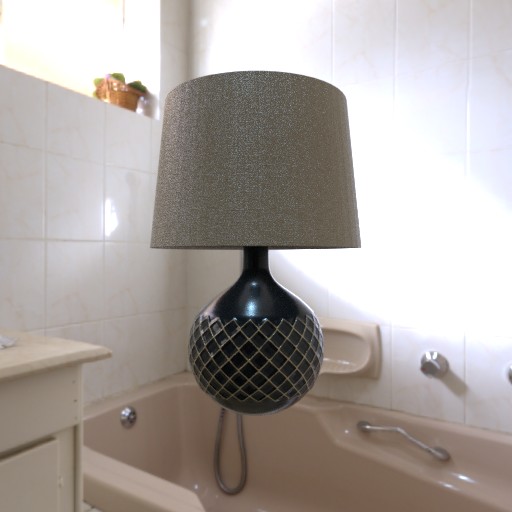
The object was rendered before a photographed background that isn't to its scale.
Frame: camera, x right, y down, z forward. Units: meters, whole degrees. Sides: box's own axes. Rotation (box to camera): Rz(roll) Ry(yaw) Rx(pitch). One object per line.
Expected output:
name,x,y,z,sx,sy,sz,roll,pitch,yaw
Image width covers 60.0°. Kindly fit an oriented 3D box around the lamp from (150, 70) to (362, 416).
lamp,0.000,0.000,0.807,0.376,0.540,0.376,0,0,0
